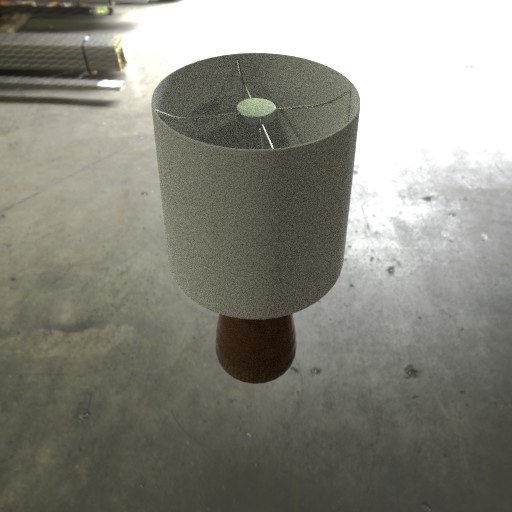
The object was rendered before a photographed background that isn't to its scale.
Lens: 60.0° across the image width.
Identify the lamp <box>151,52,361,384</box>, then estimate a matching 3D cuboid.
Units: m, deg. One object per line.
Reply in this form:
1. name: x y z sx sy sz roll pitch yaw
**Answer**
1. lamp: 0.000 0.000 0.483 0.186 0.369 0.186 0 46 0
